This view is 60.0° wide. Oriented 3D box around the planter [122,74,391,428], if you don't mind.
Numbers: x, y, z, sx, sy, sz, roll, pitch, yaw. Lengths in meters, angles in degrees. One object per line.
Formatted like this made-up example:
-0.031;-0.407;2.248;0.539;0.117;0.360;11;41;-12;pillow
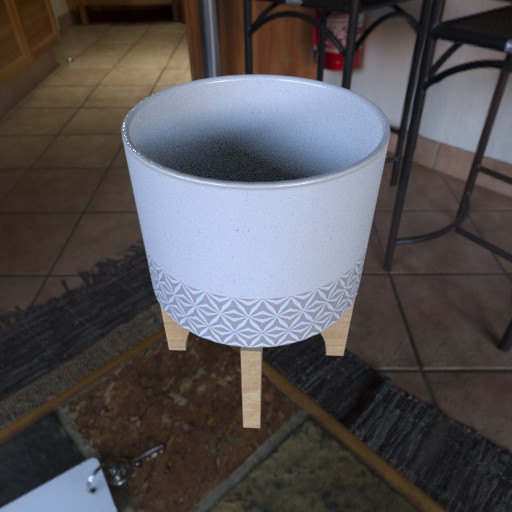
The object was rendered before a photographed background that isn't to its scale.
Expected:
0.000;0.000;0.529;0.249;0.343;0.249;0;40;0;planter
